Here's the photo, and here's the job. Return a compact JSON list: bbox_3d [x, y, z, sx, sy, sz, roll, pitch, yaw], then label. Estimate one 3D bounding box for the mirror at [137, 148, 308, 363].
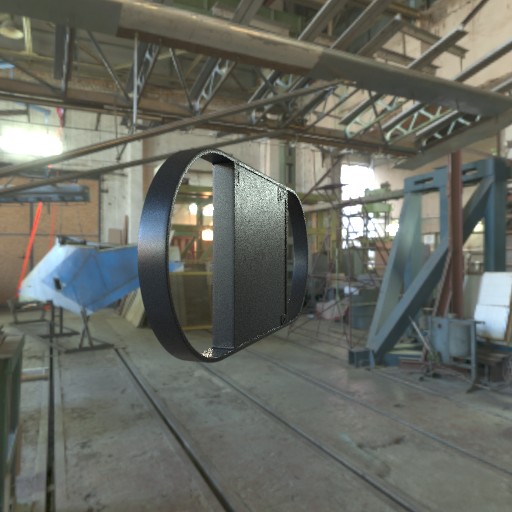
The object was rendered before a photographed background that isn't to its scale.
[{"bbox_3d":[0.000,0.000,0.694,0.032,0.254,0.584,0,0,20],"label":"mirror"}]
